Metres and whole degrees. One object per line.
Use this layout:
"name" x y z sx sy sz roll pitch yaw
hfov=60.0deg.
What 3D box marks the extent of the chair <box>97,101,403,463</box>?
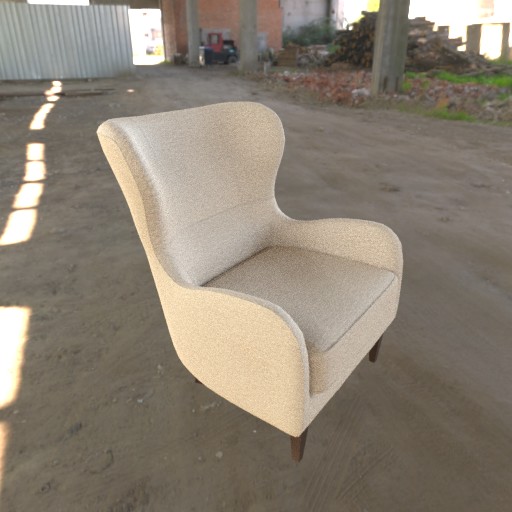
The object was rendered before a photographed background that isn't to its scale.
"chair" 0.000 0.000 1.762 0.984 1.064 0.861 17 30 32
